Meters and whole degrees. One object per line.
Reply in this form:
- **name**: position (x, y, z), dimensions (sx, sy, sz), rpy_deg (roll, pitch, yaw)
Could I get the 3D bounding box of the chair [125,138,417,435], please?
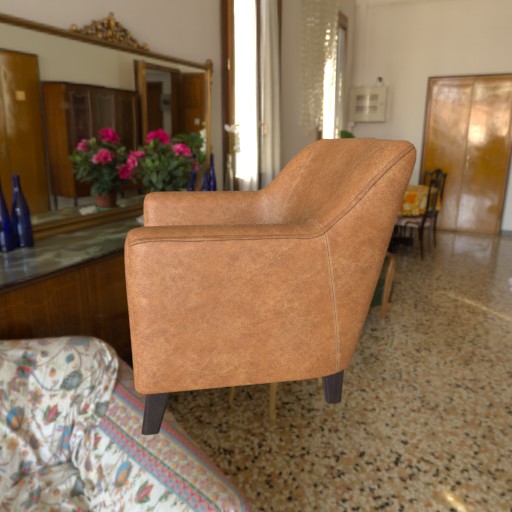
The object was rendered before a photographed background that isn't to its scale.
- **chair**: position (0.000, 0.000, 1.908), dimensions (1.034, 0.980, 1.037), rpy_deg (-3, 15, -10)
